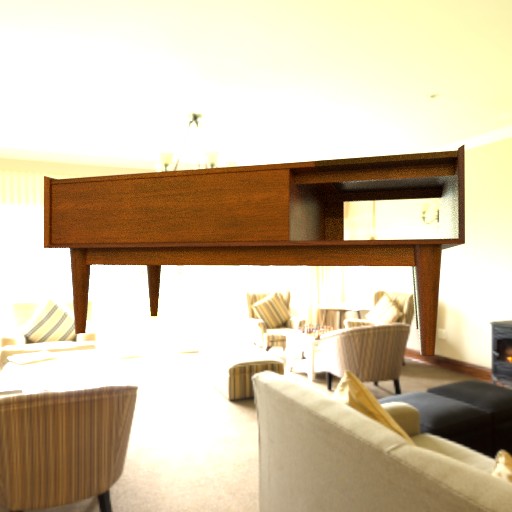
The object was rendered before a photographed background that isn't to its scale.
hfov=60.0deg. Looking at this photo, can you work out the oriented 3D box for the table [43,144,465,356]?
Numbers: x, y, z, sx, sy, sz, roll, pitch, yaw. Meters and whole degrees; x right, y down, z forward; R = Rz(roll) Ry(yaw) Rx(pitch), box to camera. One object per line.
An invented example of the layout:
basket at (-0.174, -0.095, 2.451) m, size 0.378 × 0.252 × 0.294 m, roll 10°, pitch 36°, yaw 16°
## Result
table at (0.000, 0.000, 1.505) m, size 1.221 × 0.508 × 0.610 m, roll 0°, pitch -1°, yaw 18°
